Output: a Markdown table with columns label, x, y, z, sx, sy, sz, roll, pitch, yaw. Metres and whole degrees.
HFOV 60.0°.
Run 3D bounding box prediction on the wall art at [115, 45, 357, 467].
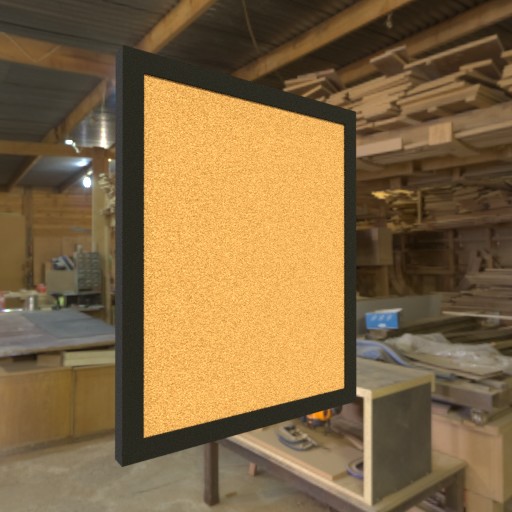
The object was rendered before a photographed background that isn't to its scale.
| label | x | y | z | sx | sy | sz | roll | pitch | yaw |
| --- | --- | --- | --- | --- | --- | --- | --- | --- | --- |
| wall art | 0.000 | 0.000 | 0.732 | 0.457 | 0.559 | 0.029 | 0 | 0 | -36 |
